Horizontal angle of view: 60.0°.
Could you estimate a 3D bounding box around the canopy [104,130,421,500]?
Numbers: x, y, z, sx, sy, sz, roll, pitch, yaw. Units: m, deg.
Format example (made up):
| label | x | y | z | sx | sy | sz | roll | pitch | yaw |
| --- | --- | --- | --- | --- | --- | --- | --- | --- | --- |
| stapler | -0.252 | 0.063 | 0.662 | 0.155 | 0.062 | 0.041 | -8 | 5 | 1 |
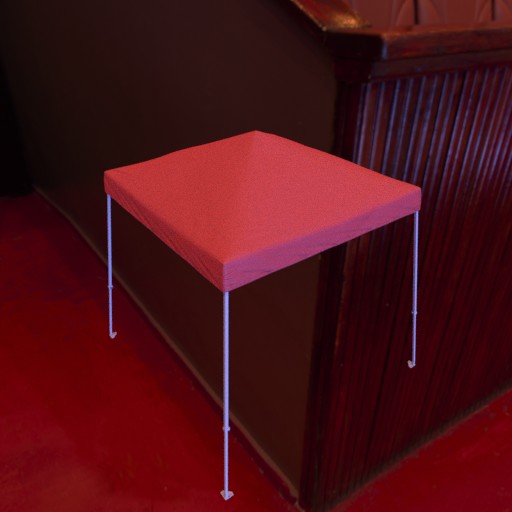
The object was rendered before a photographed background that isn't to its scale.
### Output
| label | x | y | z | sx | sy | sz | roll | pitch | yaw |
| --- | --- | --- | --- | --- | --- | --- | --- | --- | --- |
| canopy | 0.000 | 0.000 | 6.383 | 3.599 | 3.600 | 3.600 | -21 | 37 | -31 |
